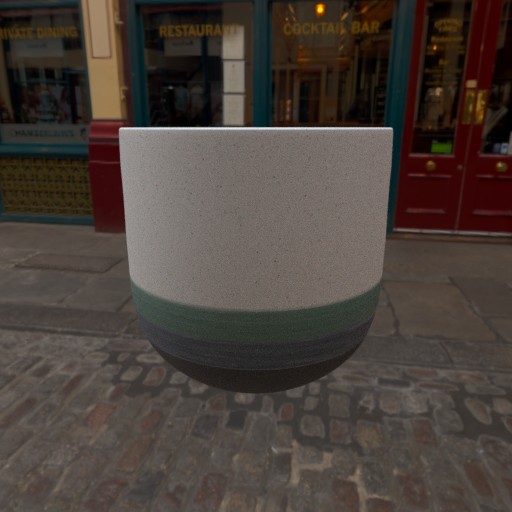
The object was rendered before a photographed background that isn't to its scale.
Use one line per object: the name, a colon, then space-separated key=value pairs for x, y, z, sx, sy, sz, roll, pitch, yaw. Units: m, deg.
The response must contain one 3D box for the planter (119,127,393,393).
planter: x=0.000 y=0.000 z=0.485 sx=0.268 sy=0.270 sz=0.268 roll=0 pitch=16 yaw=0
